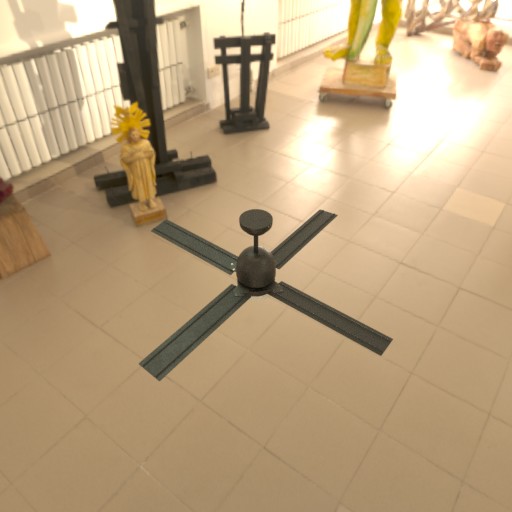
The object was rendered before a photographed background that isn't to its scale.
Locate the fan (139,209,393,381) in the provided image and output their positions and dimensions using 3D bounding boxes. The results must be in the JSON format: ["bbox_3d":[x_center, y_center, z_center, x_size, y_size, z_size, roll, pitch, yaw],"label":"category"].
[{"bbox_3d":[0.000,0.000,1.977,1.319,0.410,1.319,26,47,27],"label":"fan"}]
